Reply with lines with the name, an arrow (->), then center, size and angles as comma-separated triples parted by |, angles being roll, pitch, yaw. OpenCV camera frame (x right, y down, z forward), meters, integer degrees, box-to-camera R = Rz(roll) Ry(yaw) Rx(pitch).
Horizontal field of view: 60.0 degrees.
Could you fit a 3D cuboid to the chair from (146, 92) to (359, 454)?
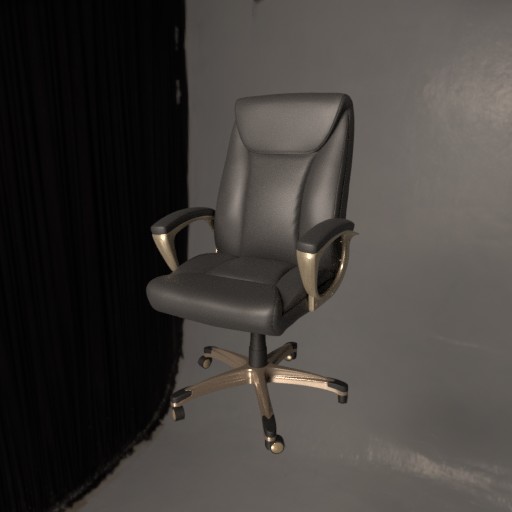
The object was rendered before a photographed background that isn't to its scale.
chair -> 0.000, 0.000, 1.651 | 0.694, 1.188, 0.748 | 8, 17, 26
